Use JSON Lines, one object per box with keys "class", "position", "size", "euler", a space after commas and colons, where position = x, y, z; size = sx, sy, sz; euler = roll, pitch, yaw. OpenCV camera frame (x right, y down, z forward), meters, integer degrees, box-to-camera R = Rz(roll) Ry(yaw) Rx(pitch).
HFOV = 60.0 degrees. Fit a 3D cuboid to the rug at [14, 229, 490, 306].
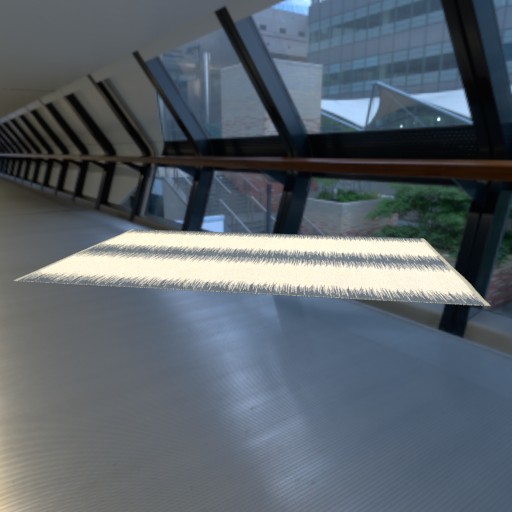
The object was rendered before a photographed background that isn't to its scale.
{"class": "rug", "position": [0.000, 0.000, 2.960], "size": [2.453, 0.003, 1.519], "euler": [2, 14, 9]}
